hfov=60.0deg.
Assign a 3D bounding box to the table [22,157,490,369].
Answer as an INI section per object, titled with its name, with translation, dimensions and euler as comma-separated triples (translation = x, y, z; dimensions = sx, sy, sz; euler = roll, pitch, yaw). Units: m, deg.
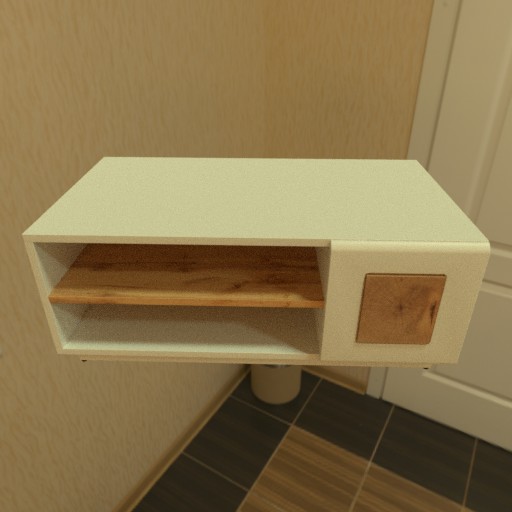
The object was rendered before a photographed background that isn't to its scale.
[table]
translation = 0.000, 0.000, 1.404
dimensions = 1.097, 0.442, 0.639
euler = 1, 30, 2
